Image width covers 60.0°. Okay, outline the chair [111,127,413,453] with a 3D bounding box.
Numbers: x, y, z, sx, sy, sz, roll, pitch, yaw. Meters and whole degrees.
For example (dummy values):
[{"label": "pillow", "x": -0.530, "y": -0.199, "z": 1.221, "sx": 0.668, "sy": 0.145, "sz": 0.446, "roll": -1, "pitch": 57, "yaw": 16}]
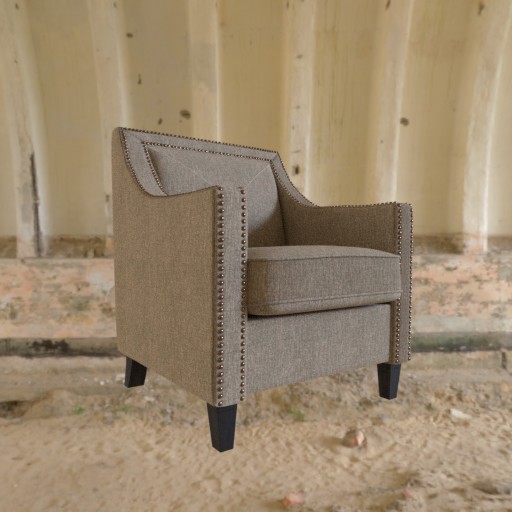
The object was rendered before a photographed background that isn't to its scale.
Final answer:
[{"label": "chair", "x": 0.000, "y": 0.000, "z": 1.577, "sx": 0.776, "sy": 0.967, "sz": 0.884, "roll": -1, "pitch": 2, "yaw": -35}]
